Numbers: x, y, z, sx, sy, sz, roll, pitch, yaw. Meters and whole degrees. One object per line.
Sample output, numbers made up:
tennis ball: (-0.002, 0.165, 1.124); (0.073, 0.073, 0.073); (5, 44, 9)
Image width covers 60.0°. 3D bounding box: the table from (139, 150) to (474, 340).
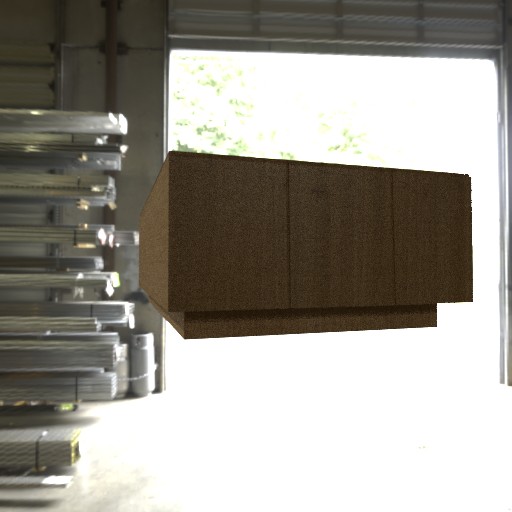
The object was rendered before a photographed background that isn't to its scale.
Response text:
table: (0.000, 0.000, 1.426); (0.678, 0.353, 1.110); (0, -1, -17)
